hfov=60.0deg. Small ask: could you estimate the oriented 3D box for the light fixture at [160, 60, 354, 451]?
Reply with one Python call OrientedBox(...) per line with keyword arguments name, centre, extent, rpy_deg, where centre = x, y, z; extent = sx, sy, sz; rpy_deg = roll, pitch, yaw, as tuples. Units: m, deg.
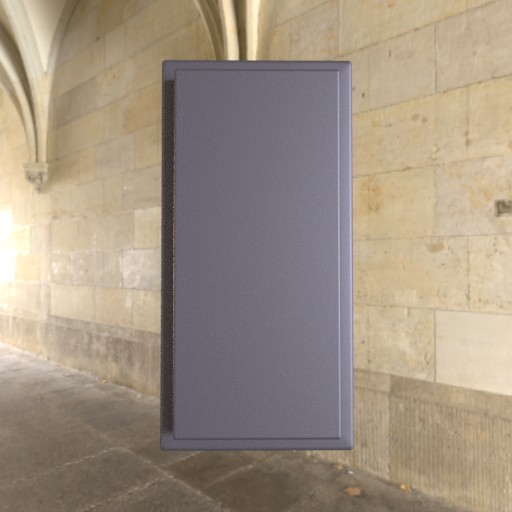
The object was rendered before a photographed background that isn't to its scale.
OrientedBox(name="light fixture", centre=(0.000, 0.000, 0.422), extent=(0.170, 0.298, 0.207), rpy_deg=(0, -1, -1))
